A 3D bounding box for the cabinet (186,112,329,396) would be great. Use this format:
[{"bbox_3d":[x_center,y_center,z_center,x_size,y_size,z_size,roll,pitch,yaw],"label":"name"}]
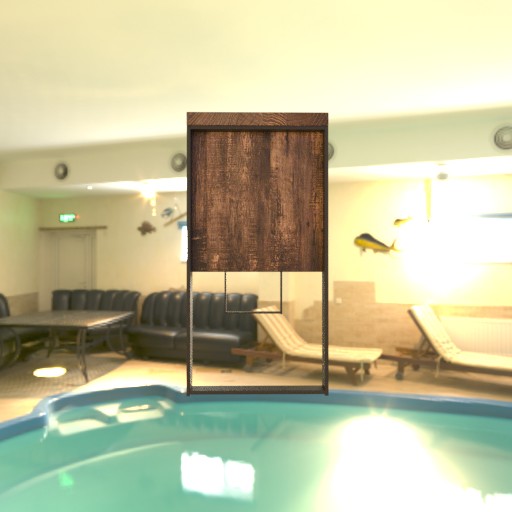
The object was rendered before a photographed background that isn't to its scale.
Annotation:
[{"bbox_3d":[0.000,0.000,2.088,0.395,0.762,1.800,0,0,-1],"label":"cabinet"}]
